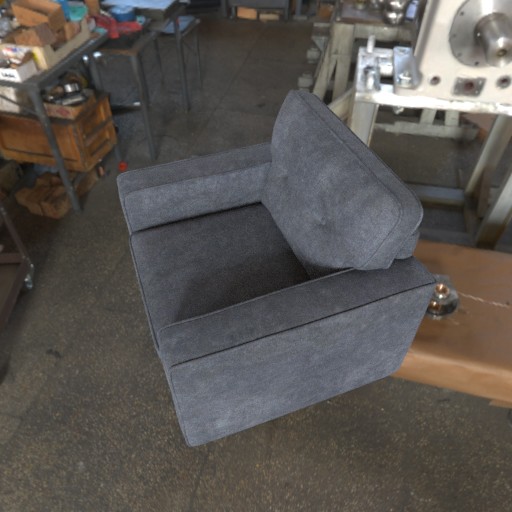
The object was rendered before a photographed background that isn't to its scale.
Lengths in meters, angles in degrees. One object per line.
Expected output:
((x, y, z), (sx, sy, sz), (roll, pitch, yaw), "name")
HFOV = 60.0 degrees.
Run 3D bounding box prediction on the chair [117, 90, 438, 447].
((0.000, 0.000, 1.786), (0.939, 0.965, 1.015), (-15, 48, -14), "chair")
